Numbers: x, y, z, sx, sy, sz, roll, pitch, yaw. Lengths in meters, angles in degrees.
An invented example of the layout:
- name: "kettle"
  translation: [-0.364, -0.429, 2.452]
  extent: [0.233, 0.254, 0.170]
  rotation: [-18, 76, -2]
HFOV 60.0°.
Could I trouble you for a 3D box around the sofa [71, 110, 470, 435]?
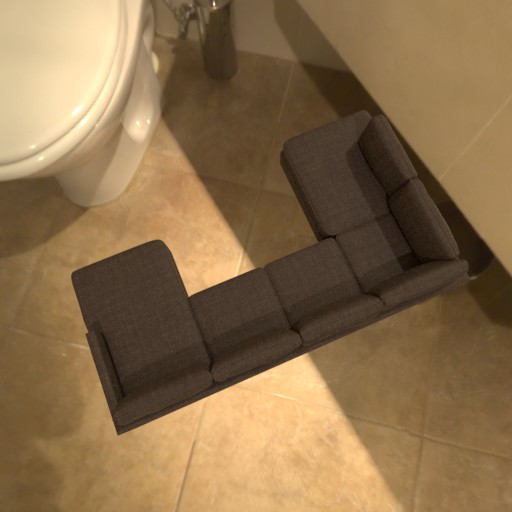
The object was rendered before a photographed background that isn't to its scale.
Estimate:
- name: "sofa"
  translation: [0.000, 0.000, 4.287]
  extent: [3.423, 0.999, 2.048]
  rotation: [-22, 76, -6]
